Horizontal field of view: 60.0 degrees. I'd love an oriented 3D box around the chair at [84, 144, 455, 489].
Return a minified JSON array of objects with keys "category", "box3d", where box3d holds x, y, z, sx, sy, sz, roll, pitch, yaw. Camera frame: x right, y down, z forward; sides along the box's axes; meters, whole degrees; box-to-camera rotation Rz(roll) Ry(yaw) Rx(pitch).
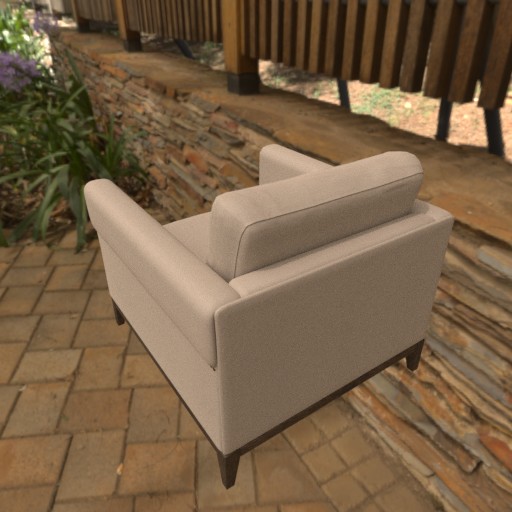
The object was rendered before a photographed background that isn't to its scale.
[{"category":"chair","box3d":[0.000,0.000,1.639,0.914,0.838,0.959,-19,35,-29]}]
